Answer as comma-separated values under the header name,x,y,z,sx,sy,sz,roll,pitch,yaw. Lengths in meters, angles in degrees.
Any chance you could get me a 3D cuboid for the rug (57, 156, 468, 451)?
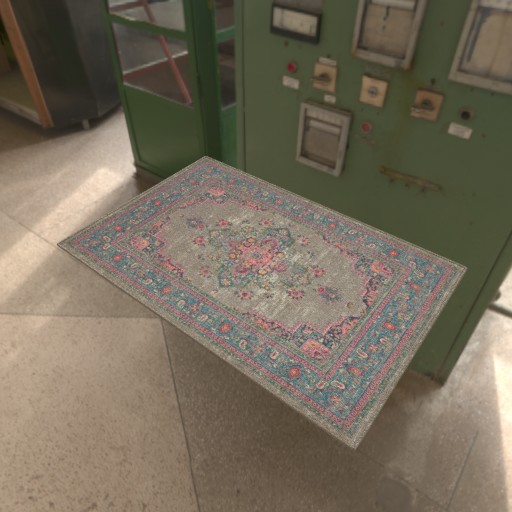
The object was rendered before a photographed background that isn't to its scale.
name,x,y,z,sx,sy,sz,roll,pitch,yaw
rug,0.000,0.000,2.237,1.748,0.014,1.144,28,49,27
